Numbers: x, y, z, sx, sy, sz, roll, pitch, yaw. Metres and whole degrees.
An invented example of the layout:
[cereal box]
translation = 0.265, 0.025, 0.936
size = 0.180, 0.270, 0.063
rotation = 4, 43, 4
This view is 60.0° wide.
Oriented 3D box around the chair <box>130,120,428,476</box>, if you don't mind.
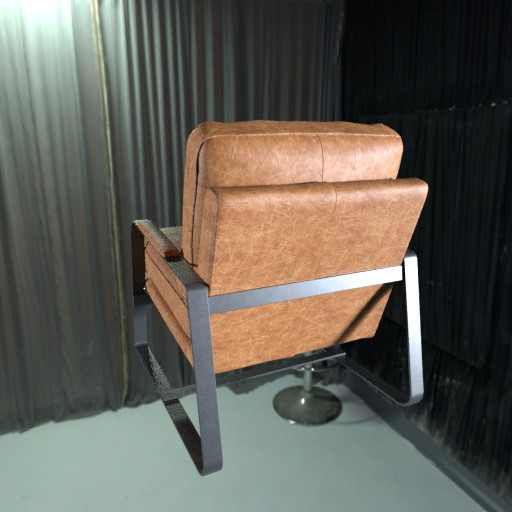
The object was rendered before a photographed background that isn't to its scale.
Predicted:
[chair]
translation = 0.000, 0.000, 1.359
size = 0.651, 0.777, 0.801
rotation = -7, 16, -25
